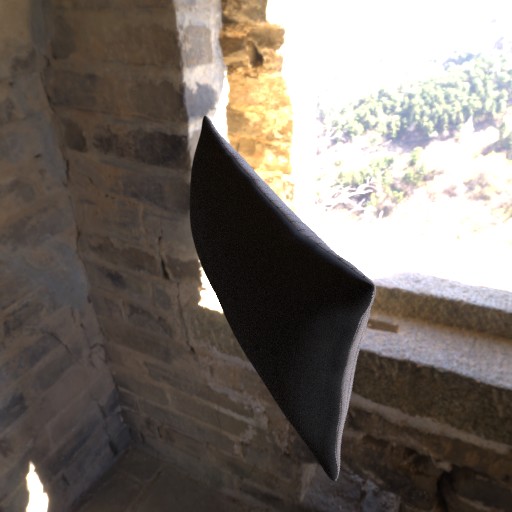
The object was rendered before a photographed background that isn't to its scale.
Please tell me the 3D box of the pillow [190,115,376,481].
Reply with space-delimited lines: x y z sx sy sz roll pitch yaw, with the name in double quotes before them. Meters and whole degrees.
"pillow" 0.000 0.000 0.712 0.151 0.305 0.609 -11 33 -17
